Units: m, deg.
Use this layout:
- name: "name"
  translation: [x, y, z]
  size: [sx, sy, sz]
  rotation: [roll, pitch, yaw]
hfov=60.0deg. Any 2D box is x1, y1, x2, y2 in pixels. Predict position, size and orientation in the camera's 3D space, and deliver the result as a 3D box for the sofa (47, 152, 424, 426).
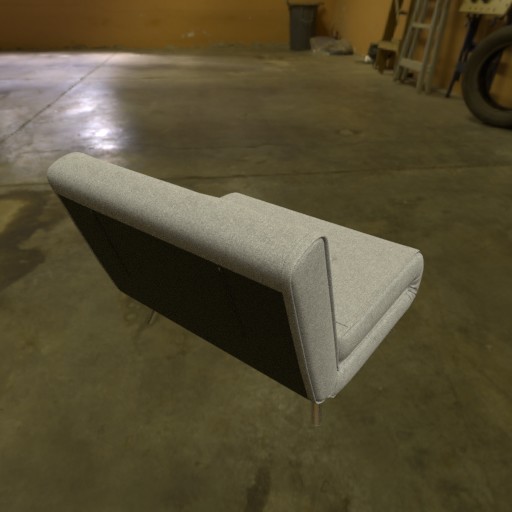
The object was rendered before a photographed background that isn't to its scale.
- name: "sofa"
  translation: [0.000, 0.000, 1.720]
  size: [1.020, 0.825, 1.000]
  rotation: [22, 37, 32]
